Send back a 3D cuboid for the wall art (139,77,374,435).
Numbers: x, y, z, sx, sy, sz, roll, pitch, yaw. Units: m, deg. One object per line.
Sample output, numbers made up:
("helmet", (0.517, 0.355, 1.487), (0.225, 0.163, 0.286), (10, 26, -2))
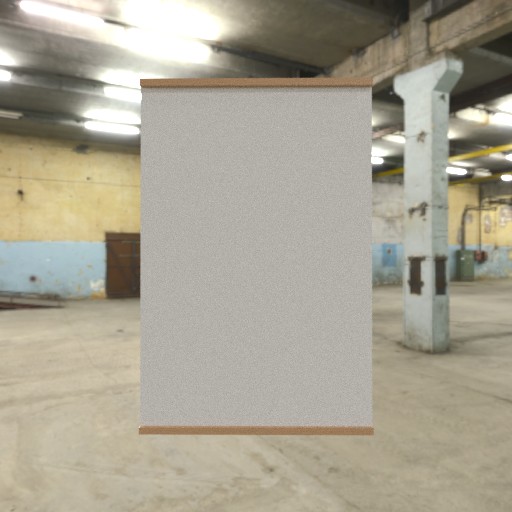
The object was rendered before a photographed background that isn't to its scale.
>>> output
("wall art", (0.000, 0.000, 0.767), (0.401, 0.611, 0.016), (0, 0, 1))
